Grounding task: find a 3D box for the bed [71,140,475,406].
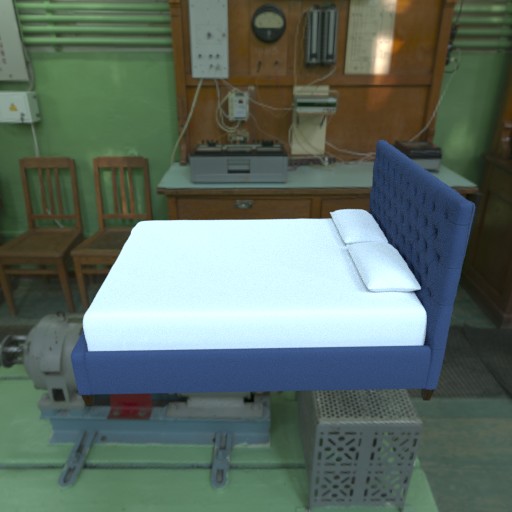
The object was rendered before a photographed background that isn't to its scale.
[{"bbox_3d":[0.000,0.000,3.424,2.387,1.427,1.706,-1,26,-1],"label":"bed"}]
